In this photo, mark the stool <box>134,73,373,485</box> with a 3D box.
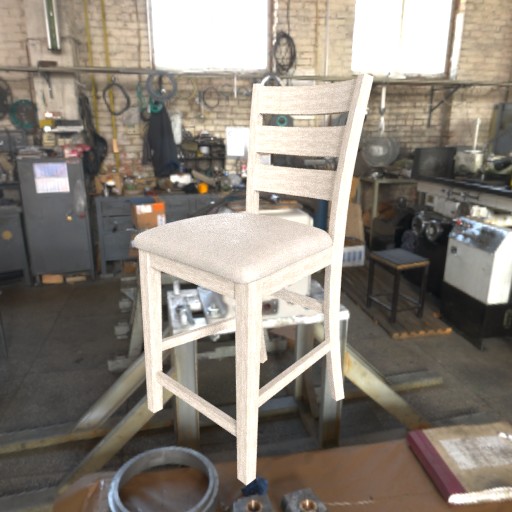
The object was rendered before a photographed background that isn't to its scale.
[{"bbox_3d":[0.000,0.000,1.344,0.484,1.032,0.569,15,22,42],"label":"stool"}]
